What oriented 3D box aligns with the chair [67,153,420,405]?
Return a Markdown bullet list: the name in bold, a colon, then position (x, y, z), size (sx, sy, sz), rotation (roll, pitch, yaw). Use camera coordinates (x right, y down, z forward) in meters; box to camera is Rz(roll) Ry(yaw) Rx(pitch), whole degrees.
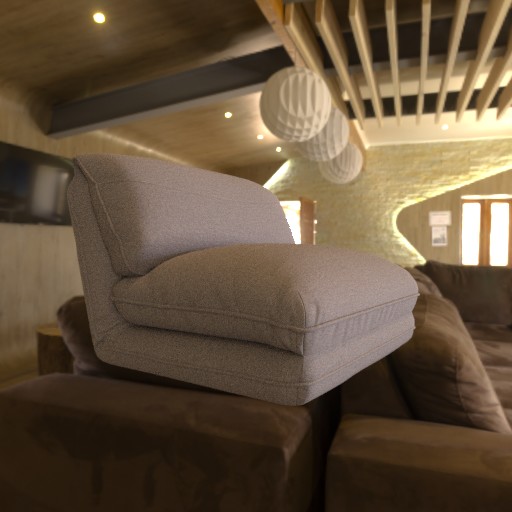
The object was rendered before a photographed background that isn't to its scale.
- **chair**: position (0.000, 0.000, 1.337), size (0.780, 0.580, 0.820), rotation (1, 1, 34)
